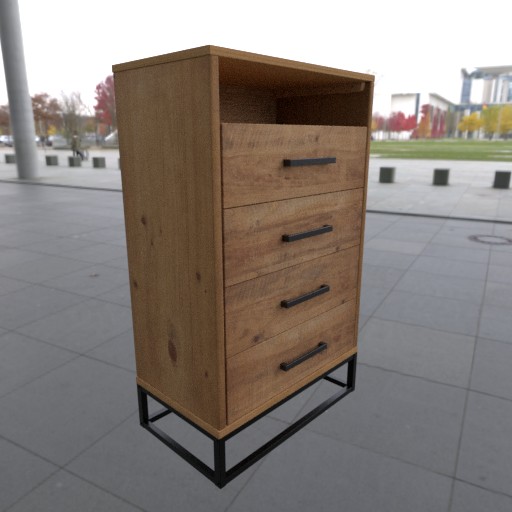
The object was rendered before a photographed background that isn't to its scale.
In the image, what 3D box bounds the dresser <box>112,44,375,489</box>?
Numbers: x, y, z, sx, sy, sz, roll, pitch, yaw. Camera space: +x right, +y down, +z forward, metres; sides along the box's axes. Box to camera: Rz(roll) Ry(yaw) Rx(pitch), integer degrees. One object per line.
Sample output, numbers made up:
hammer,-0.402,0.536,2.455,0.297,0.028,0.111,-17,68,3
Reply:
dresser,0.000,0.000,1.589,0.479,1.240,0.761,14,21,42
